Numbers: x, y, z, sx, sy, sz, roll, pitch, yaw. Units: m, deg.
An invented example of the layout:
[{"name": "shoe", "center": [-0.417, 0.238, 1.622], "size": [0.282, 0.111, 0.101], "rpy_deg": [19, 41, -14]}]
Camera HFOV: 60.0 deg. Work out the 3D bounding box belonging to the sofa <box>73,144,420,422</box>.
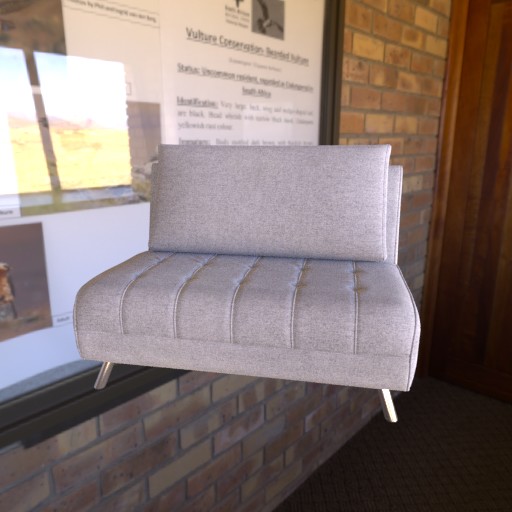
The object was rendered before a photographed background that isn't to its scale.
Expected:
[{"name": "sofa", "center": [0.000, 0.000, 1.865], "size": [1.220, 0.910, 0.910], "rpy_deg": [3, 15, 10]}]
